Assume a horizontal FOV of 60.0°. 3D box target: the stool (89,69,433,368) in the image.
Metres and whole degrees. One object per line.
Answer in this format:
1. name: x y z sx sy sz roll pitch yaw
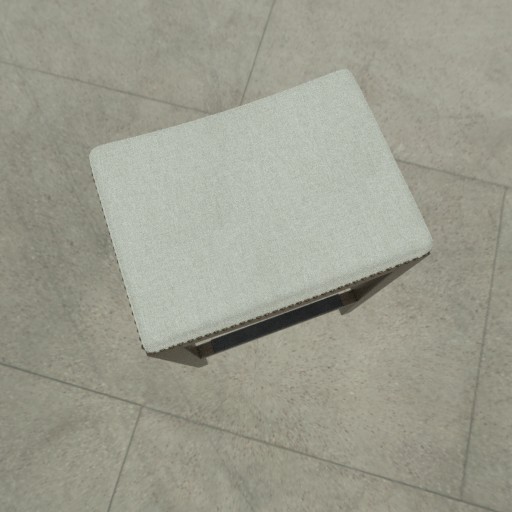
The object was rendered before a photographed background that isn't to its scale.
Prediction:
1. stool: 0.000 0.000 1.050 0.498 0.759 0.358 -19 76 -5
